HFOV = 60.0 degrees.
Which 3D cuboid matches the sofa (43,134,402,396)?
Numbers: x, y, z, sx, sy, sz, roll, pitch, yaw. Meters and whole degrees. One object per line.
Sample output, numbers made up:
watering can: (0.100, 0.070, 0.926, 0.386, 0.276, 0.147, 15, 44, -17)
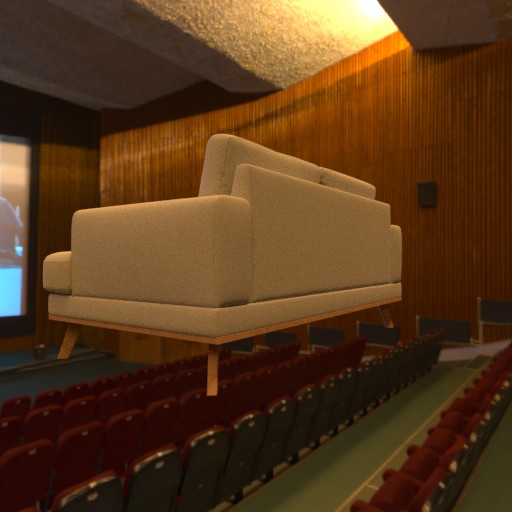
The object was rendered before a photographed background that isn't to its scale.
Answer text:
sofa: (0.000, 0.000, 2.132, 0.915, 0.810, 1.651, 0, 0, 36)
